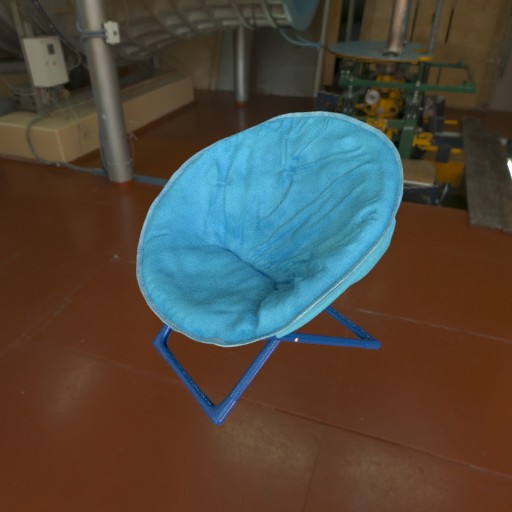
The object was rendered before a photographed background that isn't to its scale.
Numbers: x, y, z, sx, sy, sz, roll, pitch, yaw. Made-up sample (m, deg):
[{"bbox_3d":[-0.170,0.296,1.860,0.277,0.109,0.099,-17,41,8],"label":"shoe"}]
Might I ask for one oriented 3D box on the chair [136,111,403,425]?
[{"bbox_3d":[0.000,0.000,0.884,0.465,0.478,0.520,-22,39,-30],"label":"chair"}]
